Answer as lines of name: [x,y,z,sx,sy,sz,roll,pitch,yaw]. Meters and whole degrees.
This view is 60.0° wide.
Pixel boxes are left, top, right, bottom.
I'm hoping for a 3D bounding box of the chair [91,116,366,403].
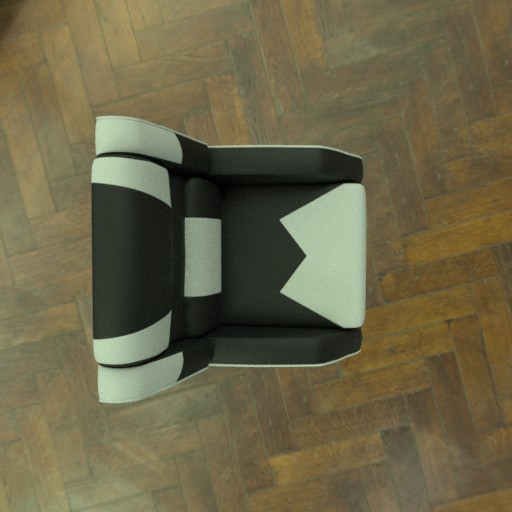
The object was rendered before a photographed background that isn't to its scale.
chair: [0.000,0.000,1.288,0.672,0.805,0.620,0,92,1]
